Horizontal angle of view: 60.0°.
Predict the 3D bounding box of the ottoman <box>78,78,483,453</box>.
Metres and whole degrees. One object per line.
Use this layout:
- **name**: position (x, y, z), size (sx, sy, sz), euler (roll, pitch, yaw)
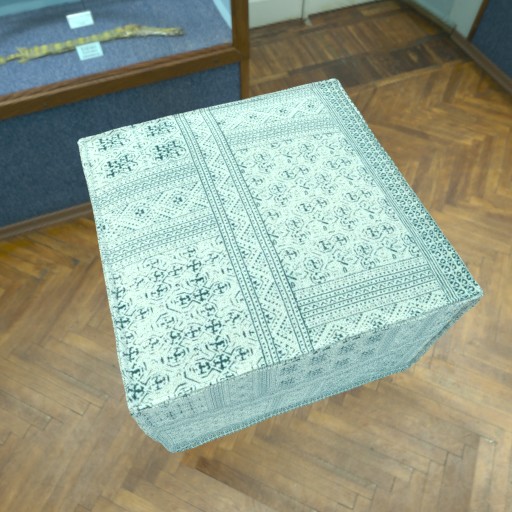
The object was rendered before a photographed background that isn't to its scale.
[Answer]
- **ottoman**: position (0.000, 0.000, 1.008), size (0.617, 0.439, 0.626), euler (-16, 60, -10)
